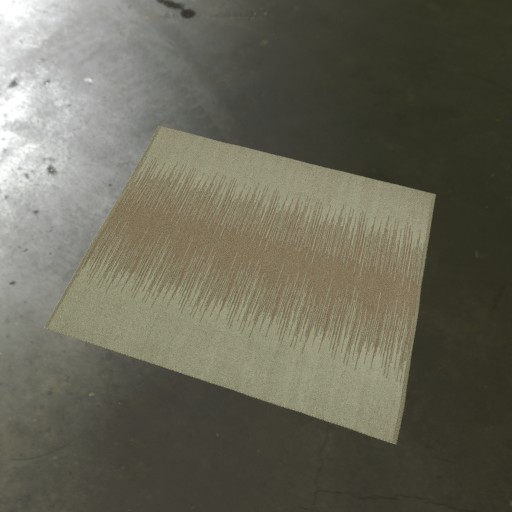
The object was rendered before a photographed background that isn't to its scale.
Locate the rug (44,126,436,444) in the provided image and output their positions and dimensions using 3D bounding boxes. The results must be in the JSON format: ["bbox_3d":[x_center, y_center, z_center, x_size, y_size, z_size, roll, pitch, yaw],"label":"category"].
[{"bbox_3d":[0.000,0.000,4.125,3.048,0.013,2.438,16,63,8],"label":"rug"}]
